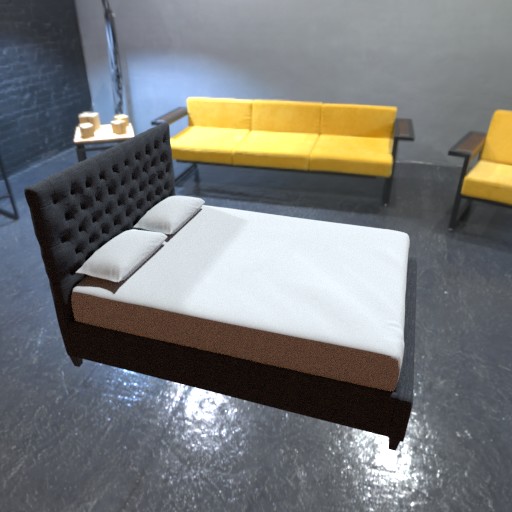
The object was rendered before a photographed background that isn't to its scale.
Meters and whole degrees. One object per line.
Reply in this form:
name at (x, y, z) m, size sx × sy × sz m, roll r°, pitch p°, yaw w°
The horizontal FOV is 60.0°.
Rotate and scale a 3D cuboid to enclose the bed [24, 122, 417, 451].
bed at (0.000, 0.000, 3.318) m, size 2.387 × 1.427 × 1.698 m, roll 9°, pitch 31°, yaw 16°
